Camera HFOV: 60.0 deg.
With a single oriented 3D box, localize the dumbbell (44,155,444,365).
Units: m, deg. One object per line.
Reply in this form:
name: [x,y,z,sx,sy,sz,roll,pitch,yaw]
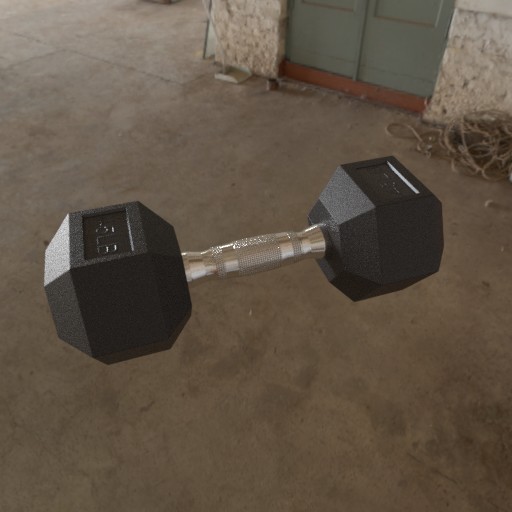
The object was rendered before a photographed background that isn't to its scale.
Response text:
dumbbell: [0.000,0.000,0.421,0.356,0.123,0.141,-12,44,-13]
